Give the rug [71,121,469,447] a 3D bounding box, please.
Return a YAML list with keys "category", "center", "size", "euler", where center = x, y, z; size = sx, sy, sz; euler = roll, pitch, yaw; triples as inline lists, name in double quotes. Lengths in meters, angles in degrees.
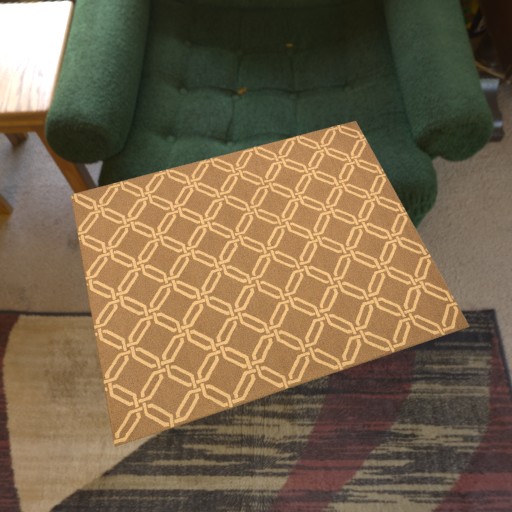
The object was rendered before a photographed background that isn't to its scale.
- category: "rug"
  center: [0.000, 0.000, 3.869]
  size: [2.895, 0.018, 2.288]
  euler: [-16, 65, -8]
